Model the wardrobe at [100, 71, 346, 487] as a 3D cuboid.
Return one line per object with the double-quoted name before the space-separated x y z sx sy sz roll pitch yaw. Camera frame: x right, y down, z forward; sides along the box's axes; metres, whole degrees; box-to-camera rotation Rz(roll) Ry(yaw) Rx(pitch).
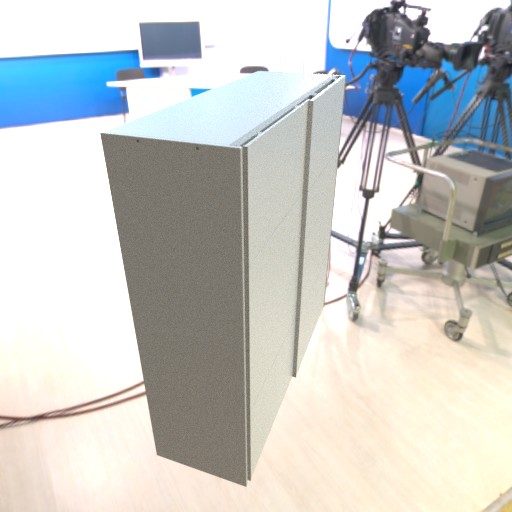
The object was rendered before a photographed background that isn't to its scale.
"wardrobe" 0.000 0.000 2.830 0.629 1.960 1.780 11 32 17
